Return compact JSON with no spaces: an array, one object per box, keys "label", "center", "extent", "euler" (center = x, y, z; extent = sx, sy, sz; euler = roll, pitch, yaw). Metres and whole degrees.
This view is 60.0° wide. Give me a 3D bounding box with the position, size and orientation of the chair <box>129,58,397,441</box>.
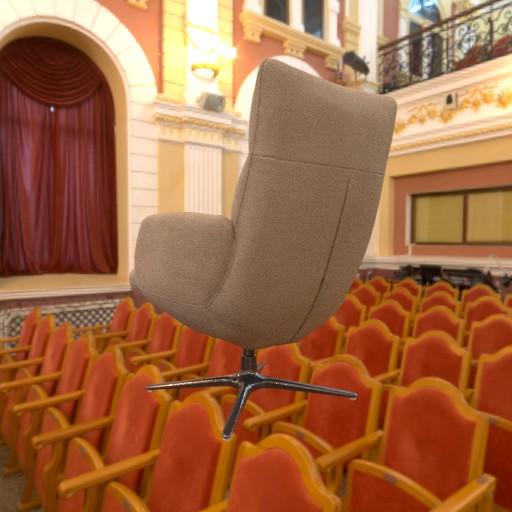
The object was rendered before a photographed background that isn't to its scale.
[{"label":"chair","center":[0.000,0.000,1.569],"extent":[0.711,1.016,0.889],"euler":[-1,2,-37]}]
